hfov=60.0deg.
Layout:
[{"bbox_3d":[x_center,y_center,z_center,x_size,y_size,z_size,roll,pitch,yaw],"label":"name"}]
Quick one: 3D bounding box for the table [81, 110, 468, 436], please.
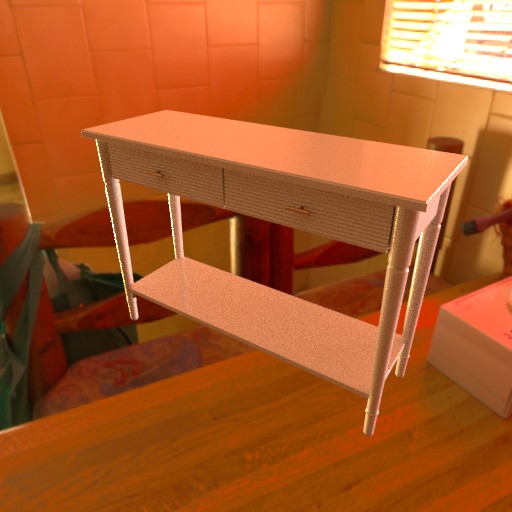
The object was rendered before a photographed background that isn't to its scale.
[{"bbox_3d":[0.000,0.000,1.448,1.067,0.749,0.381,18,34,29],"label":"table"}]
